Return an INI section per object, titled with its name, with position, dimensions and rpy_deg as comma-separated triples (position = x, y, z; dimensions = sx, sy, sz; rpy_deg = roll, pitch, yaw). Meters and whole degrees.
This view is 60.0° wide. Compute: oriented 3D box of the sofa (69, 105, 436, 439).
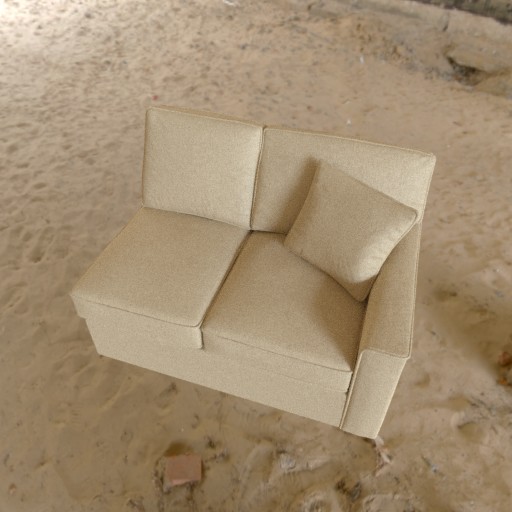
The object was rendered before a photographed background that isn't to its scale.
[sofa]
position = 0.000, 0.000, 2.044
dimensions = 1.388, 0.989, 0.991
rpy_deg = 13, 43, 14
